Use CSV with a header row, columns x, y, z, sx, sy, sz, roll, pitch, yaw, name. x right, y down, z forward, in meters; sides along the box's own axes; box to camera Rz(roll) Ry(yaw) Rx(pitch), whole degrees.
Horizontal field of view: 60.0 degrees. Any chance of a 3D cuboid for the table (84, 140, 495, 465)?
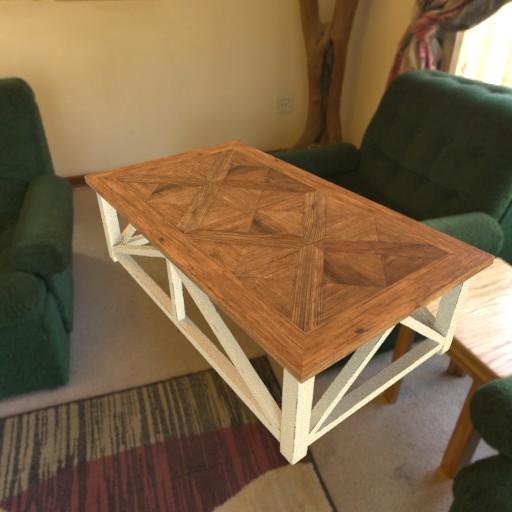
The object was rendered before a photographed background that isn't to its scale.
x,y,z,sx,sy,sz,roll,pitch,yaw,name
0.000,0.000,1.750,0.800,0.410,1.400,-22,39,-30,table
